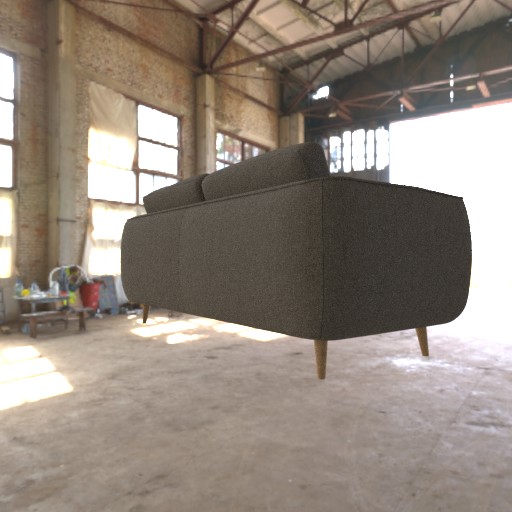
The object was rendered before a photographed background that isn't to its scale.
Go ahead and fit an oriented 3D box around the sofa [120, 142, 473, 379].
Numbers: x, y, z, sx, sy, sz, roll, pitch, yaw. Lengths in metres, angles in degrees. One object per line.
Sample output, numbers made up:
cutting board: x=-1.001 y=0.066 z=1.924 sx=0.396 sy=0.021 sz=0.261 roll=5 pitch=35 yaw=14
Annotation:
sofa: x=0.000 y=0.000 z=2.404 sx=0.920 sy=0.870 sz=2.000 roll=0 pitch=0 yaw=-36
